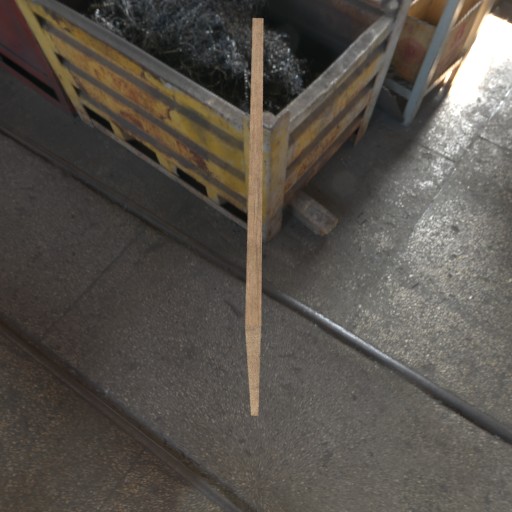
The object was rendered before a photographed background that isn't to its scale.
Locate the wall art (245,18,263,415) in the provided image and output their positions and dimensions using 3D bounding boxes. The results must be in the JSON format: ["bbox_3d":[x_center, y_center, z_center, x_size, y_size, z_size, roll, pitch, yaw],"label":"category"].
[{"bbox_3d":[0.000,0.000,0.917,0.018,0.686,0.534,1,62,0],"label":"wall art"}]
